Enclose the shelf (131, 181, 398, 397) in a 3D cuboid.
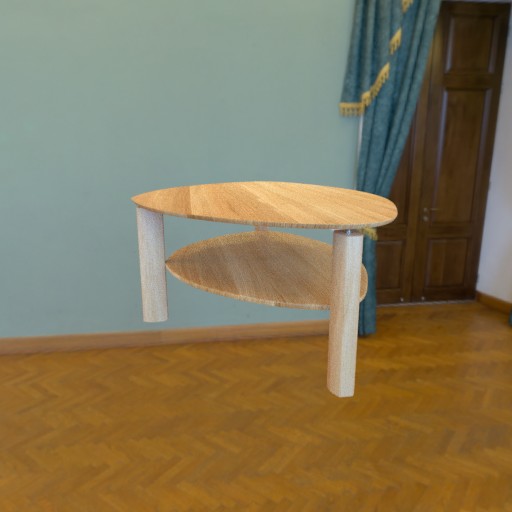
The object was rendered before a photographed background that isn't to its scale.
[{"bbox_3d":[0.000,0.000,1.607,0.845,0.440,1.246,-2,14,-9],"label":"shelf"}]
